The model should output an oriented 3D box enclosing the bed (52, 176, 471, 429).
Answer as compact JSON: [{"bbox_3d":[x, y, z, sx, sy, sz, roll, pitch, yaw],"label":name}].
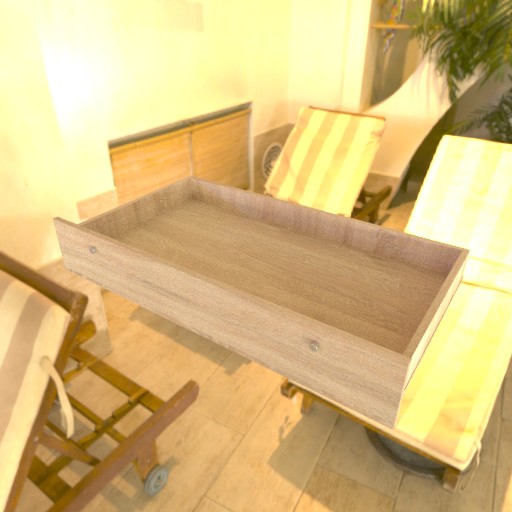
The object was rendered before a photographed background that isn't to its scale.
[{"bbox_3d":[0.000,0.000,1.476,1.200,0.209,0.685,19,35,29],"label":"bed"}]
